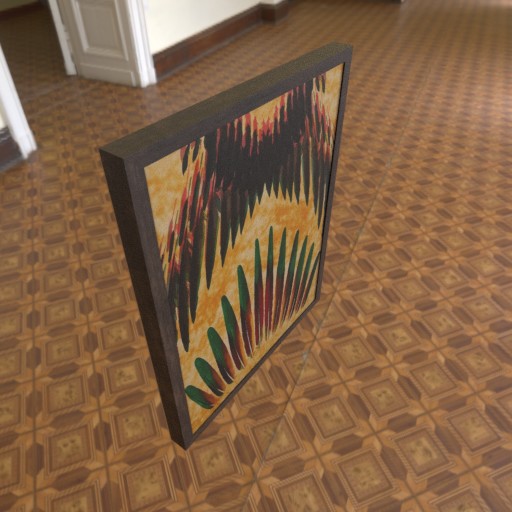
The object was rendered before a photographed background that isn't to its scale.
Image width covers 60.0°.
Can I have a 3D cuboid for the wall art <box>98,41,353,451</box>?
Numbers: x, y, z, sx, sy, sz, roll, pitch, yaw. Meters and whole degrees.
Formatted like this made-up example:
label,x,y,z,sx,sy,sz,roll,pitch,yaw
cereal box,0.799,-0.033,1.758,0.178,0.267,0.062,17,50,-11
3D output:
label,x,y,z,sx,sy,sz,roll,pitch,yaw
wall art,0.000,0.000,0.531,0.027,0.406,0.329,26,47,27
